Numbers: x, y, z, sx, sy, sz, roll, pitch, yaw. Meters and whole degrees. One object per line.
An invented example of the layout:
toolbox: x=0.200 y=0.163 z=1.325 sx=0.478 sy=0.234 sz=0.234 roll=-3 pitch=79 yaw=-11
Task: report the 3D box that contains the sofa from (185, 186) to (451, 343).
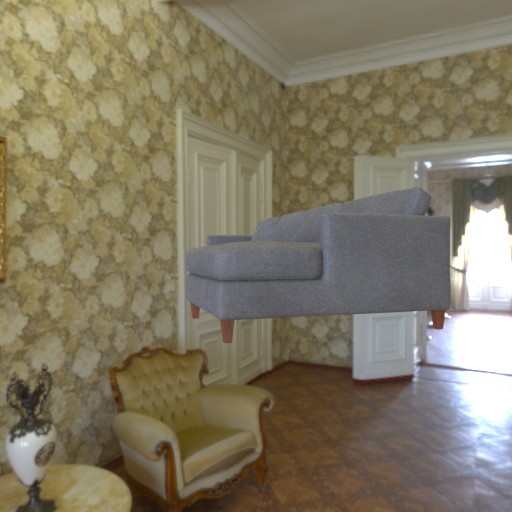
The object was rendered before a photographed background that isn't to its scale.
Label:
sofa: x=0.000 y=0.000 z=4.274 sx=1.604 sy=0.950 sz=3.471 roll=0 pitch=0 yaw=-18
